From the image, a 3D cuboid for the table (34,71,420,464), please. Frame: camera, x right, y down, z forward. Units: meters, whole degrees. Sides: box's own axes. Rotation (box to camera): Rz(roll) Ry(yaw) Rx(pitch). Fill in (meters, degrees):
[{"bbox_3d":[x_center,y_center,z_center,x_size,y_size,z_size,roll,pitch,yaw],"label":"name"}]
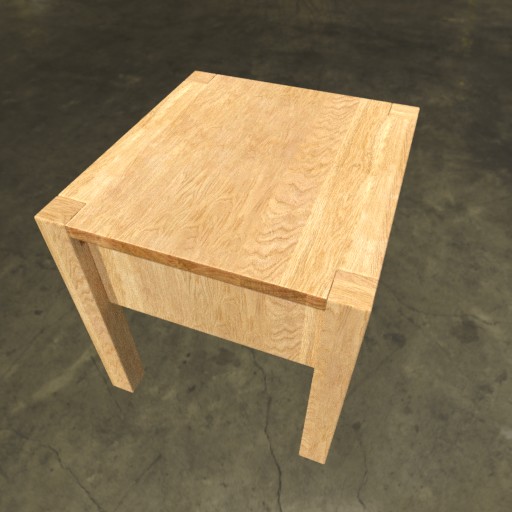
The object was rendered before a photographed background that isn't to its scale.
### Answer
[{"bbox_3d":[0.000,0.000,0.840,0.440,0.450,0.480,15,48,14],"label":"table"}]
